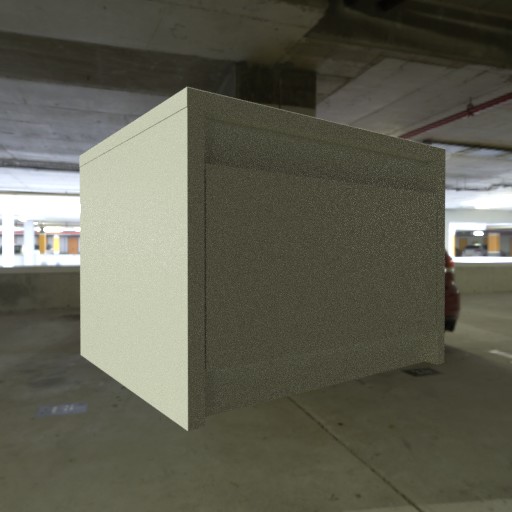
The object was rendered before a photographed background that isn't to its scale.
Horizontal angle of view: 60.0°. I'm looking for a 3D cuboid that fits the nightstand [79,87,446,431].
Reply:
[{"bbox_3d":[0.000,0.000,0.754,0.470,0.351,0.408,-1,1,-36],"label":"nightstand"}]
